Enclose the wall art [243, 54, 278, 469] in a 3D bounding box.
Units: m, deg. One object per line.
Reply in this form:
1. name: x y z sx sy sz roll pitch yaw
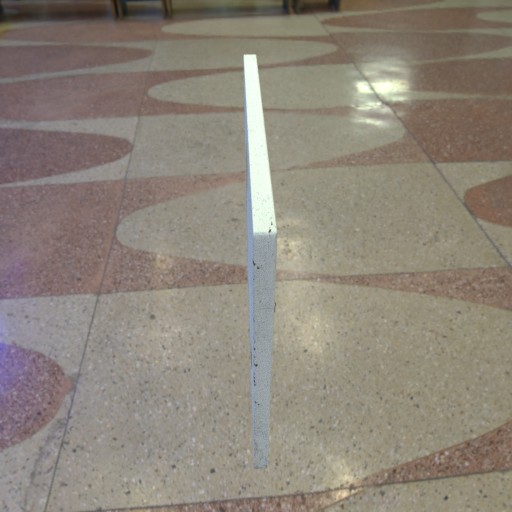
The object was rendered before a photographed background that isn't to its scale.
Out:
1. wall art: 0.000 0.000 1.145 0.038 0.762 0.762 -1 42 -2
